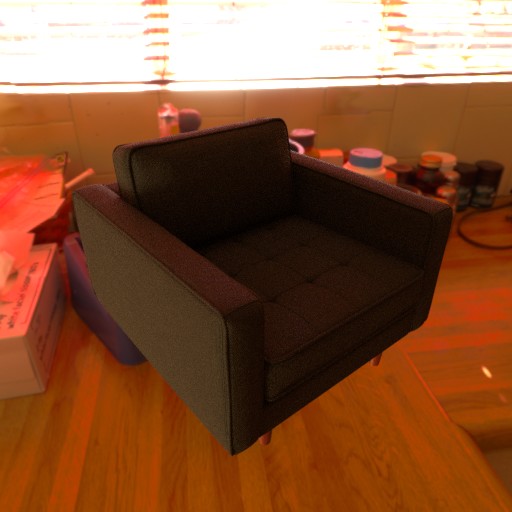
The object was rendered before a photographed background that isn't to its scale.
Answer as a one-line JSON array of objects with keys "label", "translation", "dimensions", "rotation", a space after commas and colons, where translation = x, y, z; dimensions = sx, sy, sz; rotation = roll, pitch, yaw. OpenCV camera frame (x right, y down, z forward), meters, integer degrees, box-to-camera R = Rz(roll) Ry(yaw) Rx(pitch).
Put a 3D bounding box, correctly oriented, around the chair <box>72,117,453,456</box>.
[{"label": "chair", "translation": [0.000, 0.000, 1.526], "dimensions": [0.899, 0.770, 0.919], "rotation": [-22, 37, -33]}]
